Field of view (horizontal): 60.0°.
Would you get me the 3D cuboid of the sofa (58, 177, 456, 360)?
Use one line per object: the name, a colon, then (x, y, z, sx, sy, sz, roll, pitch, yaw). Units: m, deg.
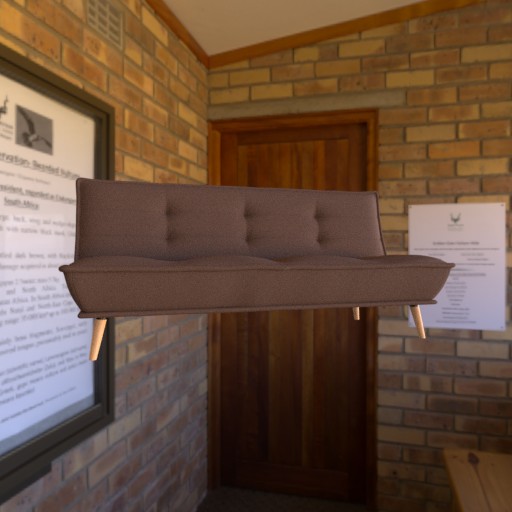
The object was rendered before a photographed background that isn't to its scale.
sofa: (0.000, 0.000, 2.493, 1.940, 0.890, 0.950, 0, 0, -17)
